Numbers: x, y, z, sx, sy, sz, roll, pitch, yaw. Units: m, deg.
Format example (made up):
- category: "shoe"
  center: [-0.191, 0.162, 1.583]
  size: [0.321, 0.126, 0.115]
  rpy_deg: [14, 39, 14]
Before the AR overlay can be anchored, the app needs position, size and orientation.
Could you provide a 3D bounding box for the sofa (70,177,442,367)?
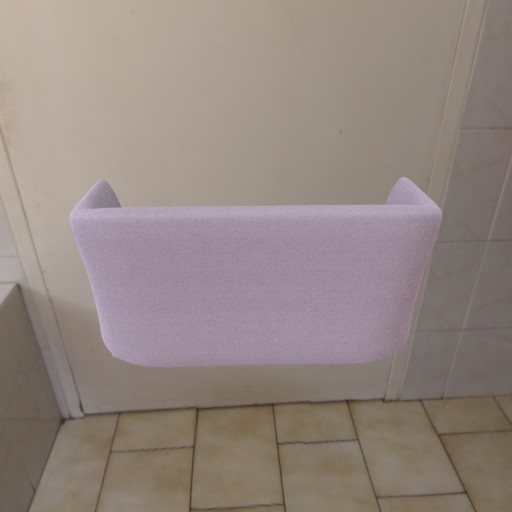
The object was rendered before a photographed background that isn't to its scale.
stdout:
- category: "sofa"
  center: [0.000, 0.000, 1.882]
  size: [1.452, 0.721, 0.705]
  rpy_deg: [-1, 30, -1]
